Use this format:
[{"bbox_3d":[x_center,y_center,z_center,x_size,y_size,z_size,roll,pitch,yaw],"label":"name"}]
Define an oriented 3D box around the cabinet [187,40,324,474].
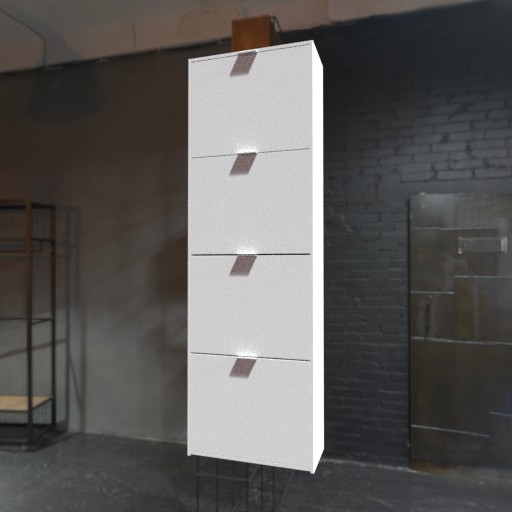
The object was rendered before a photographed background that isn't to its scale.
[{"bbox_3d":[0.000,0.000,1.846,0.520,1.630,0.255,0,-1,18],"label":"cabinet"}]
